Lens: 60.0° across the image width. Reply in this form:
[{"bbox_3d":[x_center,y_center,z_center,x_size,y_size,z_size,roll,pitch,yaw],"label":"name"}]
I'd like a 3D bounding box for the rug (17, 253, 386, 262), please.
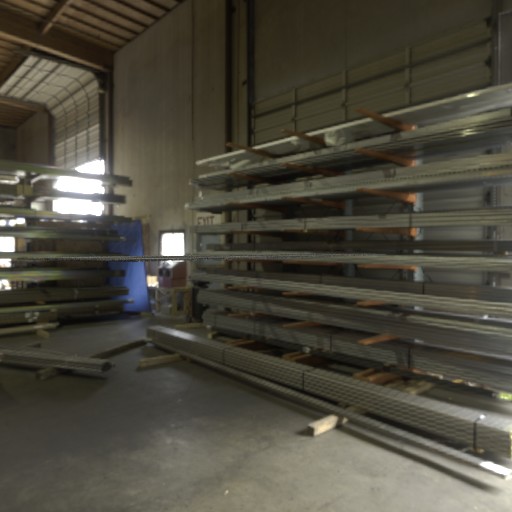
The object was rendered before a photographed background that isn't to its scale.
[{"bbox_3d":[0.000,0.000,2.645,0.760,0.012,2.434,1,1,35],"label":"rug"}]
